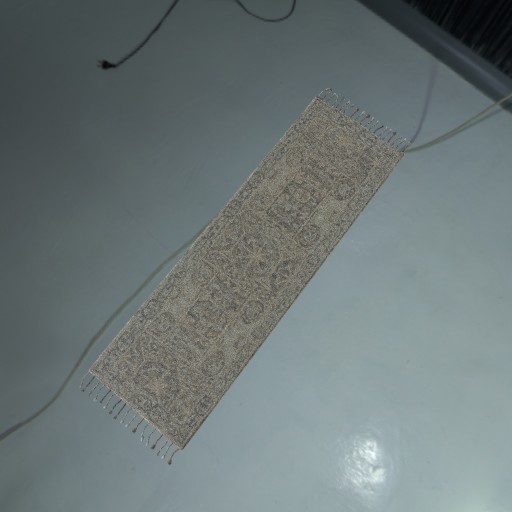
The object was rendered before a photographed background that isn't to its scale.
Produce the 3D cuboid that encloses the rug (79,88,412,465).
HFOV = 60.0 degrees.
[{"bbox_3d":[0.000,0.000,2.935,0.762,0.011,2.664,37,79,8],"label":"rug"}]
